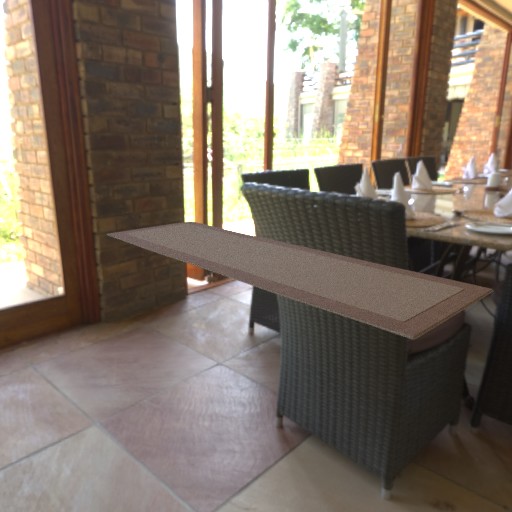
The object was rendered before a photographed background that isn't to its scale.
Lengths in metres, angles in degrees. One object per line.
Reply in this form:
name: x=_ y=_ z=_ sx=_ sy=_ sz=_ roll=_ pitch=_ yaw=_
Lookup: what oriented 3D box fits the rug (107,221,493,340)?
rug: x=0.000 y=0.000 z=2.669 sx=0.767 sy=0.012 sz=2.430 roll=-14 pitch=20 yaw=-42
